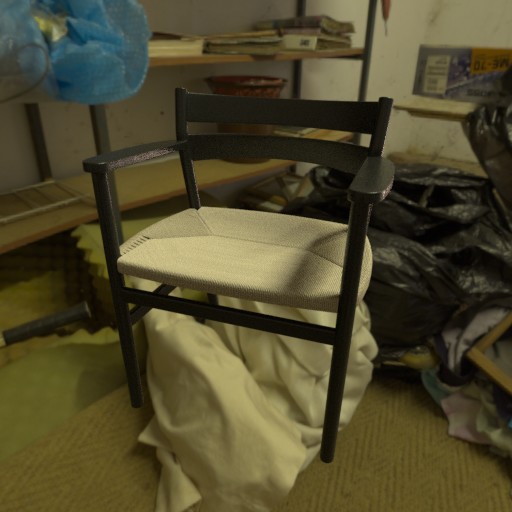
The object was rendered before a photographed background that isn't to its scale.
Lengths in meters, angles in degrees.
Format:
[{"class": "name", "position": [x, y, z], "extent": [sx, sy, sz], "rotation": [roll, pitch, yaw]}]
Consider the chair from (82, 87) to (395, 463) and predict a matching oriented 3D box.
[{"class": "chair", "position": [0.000, 0.000, 1.157], "extent": [0.630, 0.775, 0.508], "rotation": [9, 29, 17]}]
